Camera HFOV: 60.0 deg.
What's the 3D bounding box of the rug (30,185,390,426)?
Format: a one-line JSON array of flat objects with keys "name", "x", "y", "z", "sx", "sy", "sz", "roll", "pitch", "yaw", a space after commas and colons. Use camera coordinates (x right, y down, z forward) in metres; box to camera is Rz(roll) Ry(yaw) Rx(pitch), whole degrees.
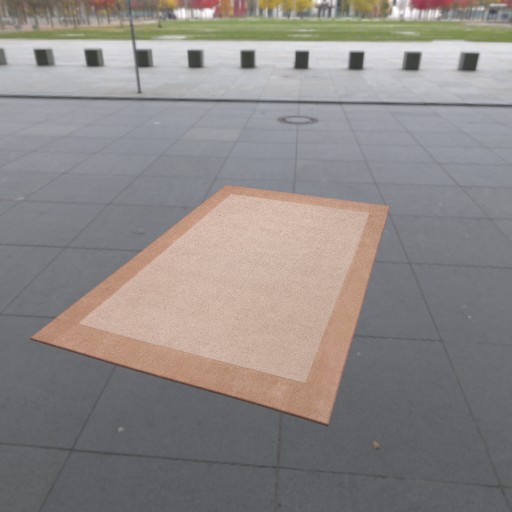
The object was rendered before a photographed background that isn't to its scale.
[{"name": "rug", "x": 0.000, "y": 0.000, "z": 2.997, "sx": 1.524, "sy": 0.014, "sz": 2.438, "roll": 10, "pitch": 30, "yaw": 18}]
